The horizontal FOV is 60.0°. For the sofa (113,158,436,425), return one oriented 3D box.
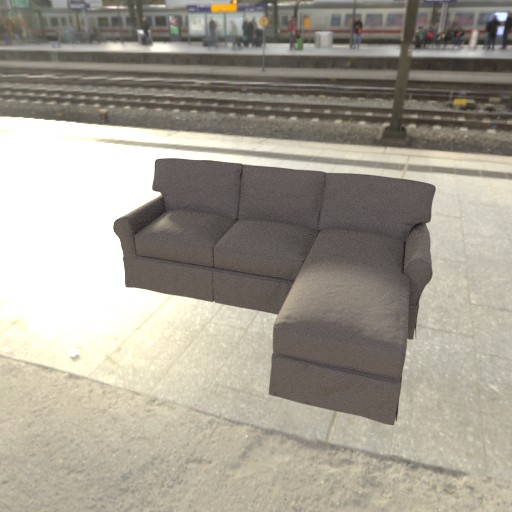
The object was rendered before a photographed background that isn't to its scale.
[{"bbox_3d":[0.000,0.000,3.313,2.475,0.978,1.733,9,29,16],"label":"sofa"}]
